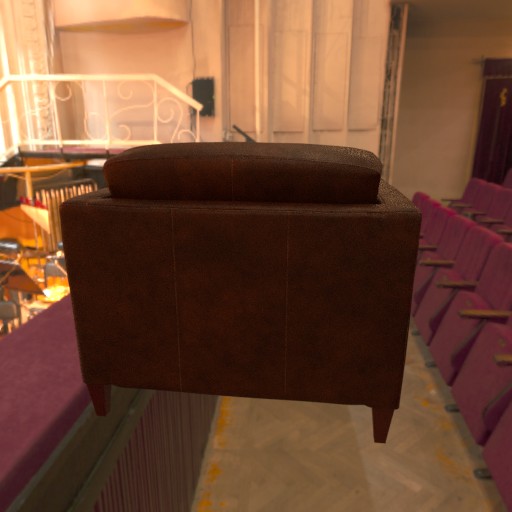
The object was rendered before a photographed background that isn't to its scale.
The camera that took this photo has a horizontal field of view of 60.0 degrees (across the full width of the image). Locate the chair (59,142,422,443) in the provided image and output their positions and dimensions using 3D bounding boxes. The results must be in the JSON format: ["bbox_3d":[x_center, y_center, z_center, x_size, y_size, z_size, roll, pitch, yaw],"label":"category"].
[{"bbox_3d":[0.000,0.000,1.704,0.990,0.864,0.975,2,16,8],"label":"chair"}]
